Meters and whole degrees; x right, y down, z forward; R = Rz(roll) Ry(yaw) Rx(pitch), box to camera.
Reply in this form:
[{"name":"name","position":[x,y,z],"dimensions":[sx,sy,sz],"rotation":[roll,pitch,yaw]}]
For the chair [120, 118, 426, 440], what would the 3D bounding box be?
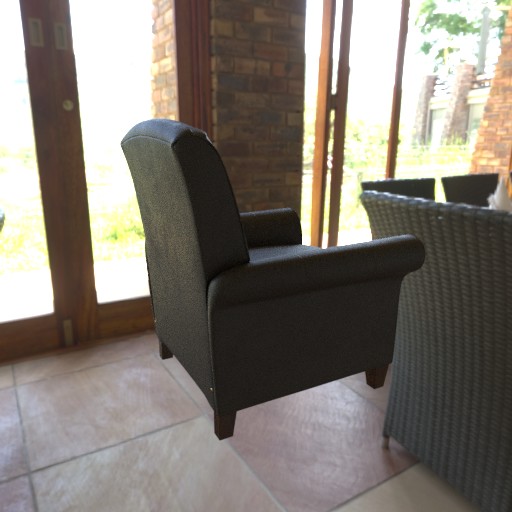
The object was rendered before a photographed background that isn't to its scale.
[{"name":"chair","position":[0.000,0.000,1.833],"dimensions":[0.902,1.061,0.978],"rotation":[-7,16,-27]}]
